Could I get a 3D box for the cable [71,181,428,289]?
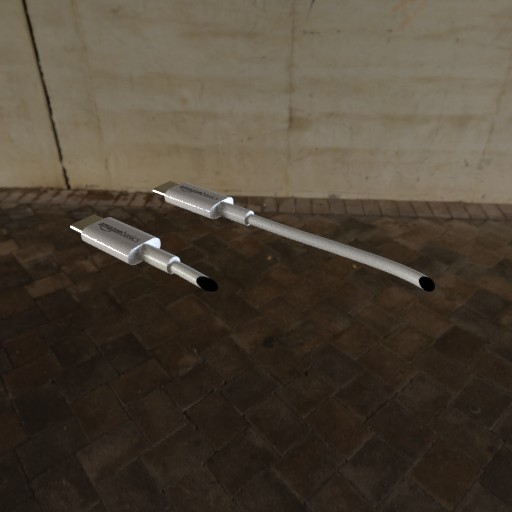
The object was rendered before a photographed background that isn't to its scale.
[{"bbox_3d":[0.000,0.000,0.110,0.098,0.005,0.041,22,39,30],"label":"cable"}]
